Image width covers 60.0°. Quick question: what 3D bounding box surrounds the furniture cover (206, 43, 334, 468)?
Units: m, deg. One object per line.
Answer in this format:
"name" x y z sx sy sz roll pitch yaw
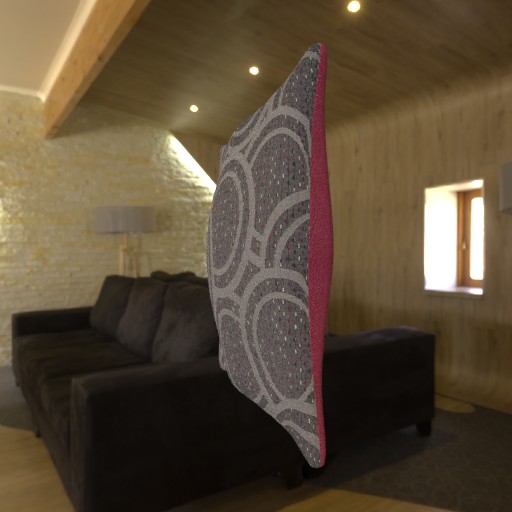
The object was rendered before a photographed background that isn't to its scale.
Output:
"furniture cover" 0.000 0.000 0.774 0.163 0.513 0.514 0 0 -17
